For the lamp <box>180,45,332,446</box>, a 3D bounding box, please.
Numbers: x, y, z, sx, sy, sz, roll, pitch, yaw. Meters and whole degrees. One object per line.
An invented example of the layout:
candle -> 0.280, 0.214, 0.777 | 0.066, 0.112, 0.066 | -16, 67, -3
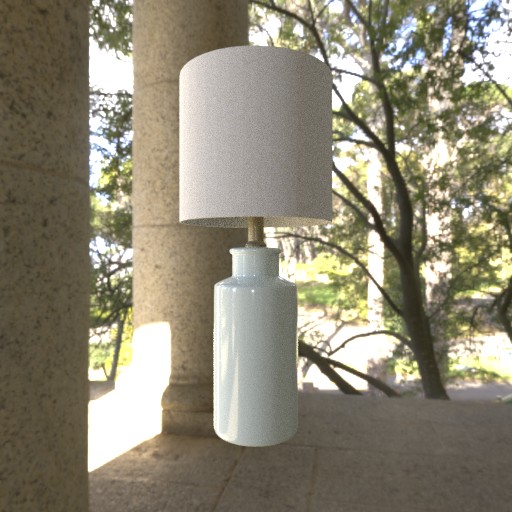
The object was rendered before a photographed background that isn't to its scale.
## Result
lamp -> 0.000, 0.000, 0.624 | 0.212, 0.493, 0.212 | 0, 0, -19
